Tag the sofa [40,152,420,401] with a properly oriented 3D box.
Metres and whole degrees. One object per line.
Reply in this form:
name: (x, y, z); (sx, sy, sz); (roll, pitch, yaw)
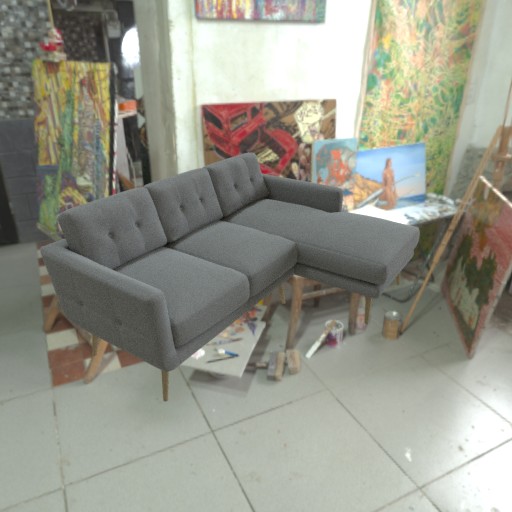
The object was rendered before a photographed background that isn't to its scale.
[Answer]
sofa: (0.000, 0.000, 2.844); (1.530, 0.860, 2.040); (16, 30, 30)
